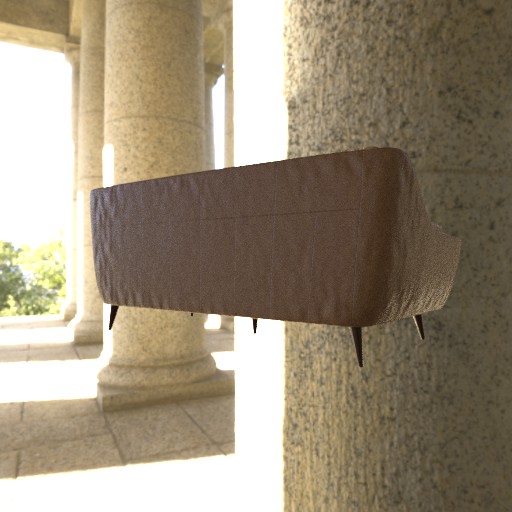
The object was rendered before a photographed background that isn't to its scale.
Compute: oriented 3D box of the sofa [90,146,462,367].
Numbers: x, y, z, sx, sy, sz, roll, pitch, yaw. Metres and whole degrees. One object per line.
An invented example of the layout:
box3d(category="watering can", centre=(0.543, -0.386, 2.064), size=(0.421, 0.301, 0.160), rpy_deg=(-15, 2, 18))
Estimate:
box3d(category="sofa", centre=(0.000, 0.000, 2.393), size=(1.902, 0.839, 0.904), rpy_deg=(0, 0, 35))
